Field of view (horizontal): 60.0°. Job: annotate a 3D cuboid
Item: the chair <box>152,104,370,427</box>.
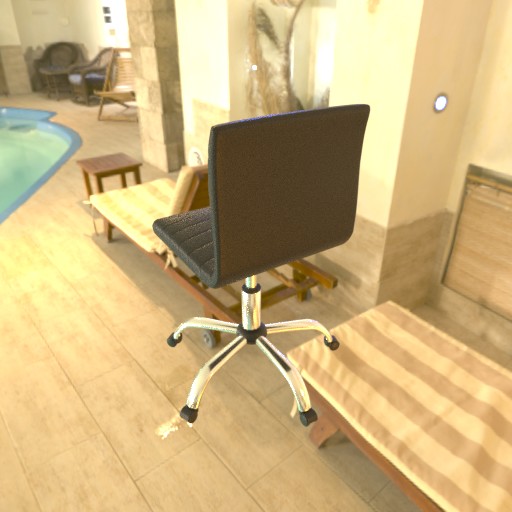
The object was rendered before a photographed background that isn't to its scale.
[{"bbox_3d":[0.000,0.000,1.161,0.556,0.780,0.530,-18,34,-29],"label":"chair"}]
